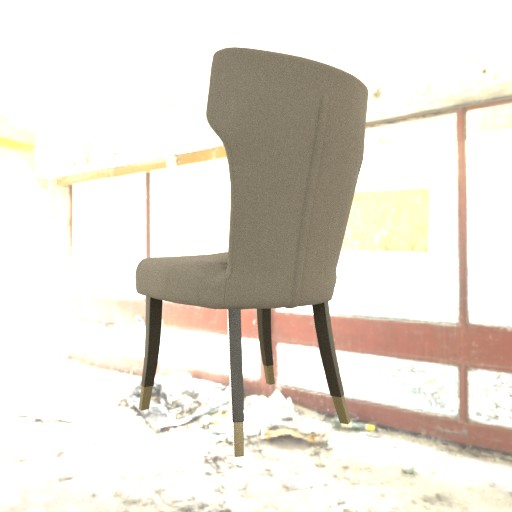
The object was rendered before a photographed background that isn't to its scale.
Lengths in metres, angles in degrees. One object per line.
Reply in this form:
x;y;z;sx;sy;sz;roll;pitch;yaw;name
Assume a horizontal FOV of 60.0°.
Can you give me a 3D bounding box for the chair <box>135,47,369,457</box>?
0.000;0.000;1.309;0.526;0.950;0.630;0;-1;-35;chair
